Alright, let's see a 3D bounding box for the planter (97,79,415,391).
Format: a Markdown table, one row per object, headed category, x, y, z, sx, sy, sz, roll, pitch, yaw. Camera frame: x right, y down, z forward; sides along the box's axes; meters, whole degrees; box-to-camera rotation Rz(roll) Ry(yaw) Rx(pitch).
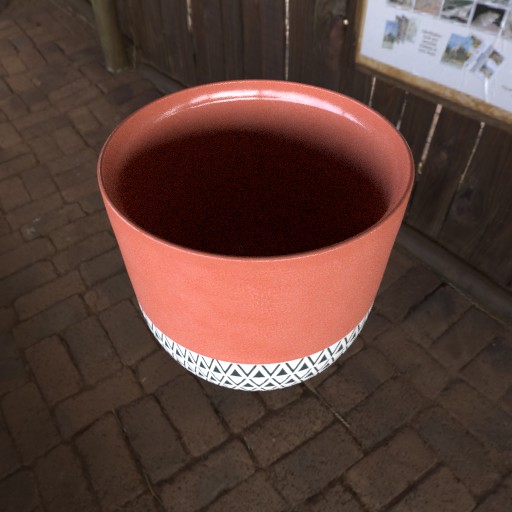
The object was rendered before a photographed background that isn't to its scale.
| category | x | y | z | sx | sy | sz | roll | pitch | yaw |
| --- | --- | --- | --- | --- | --- | --- | --- | --- | --- |
| planter | 0.000 | 0.000 | 0.478 | 0.266 | 0.270 | 0.266 | 0 | 46 | 0 |
